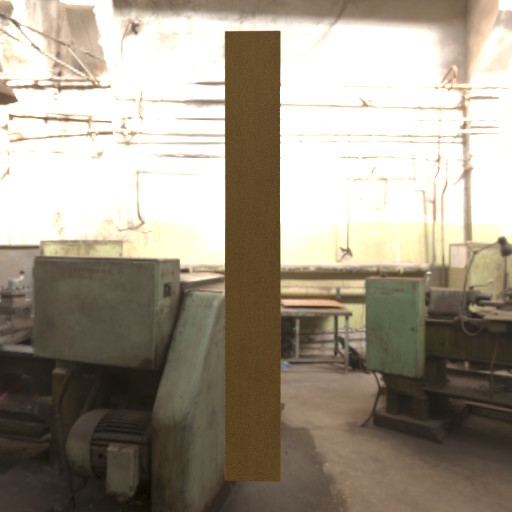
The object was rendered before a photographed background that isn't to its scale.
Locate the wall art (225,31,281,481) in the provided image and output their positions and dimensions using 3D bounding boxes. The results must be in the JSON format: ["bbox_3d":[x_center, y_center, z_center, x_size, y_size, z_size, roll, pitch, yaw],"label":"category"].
[{"bbox_3d":[0.000,0.000,0.452,0.038,0.305,0.305,0,0,1],"label":"wall art"}]
